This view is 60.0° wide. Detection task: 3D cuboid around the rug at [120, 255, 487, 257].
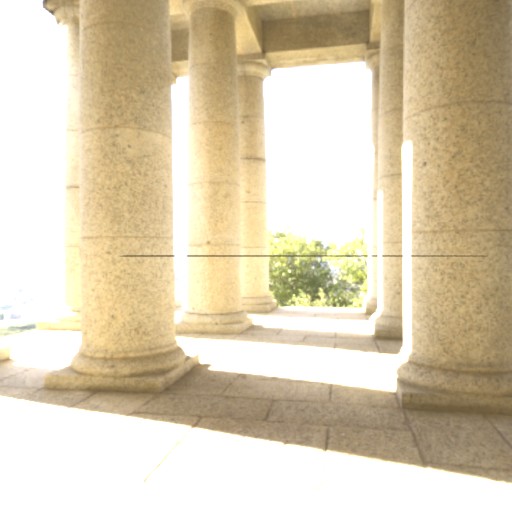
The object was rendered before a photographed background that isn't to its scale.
[{"bbox_3d":[0.000,0.000,4.054,2.380,0.008,2.977,0,0,-18],"label":"rug"}]
